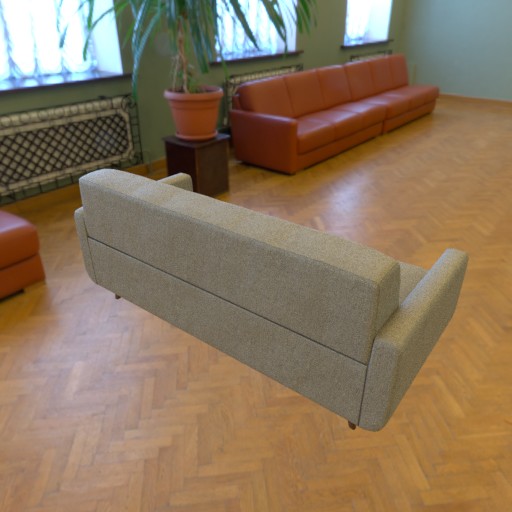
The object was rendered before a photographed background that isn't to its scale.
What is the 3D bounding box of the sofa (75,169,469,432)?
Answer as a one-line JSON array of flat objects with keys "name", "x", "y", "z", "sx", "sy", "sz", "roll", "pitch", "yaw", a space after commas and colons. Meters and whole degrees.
[{"name": "sofa", "x": 0.000, "y": 0.000, "z": 2.545, "sx": 2.055, "sy": 0.873, "sz": 0.968, "roll": 20, "pitch": 35, "yaw": 32}]
